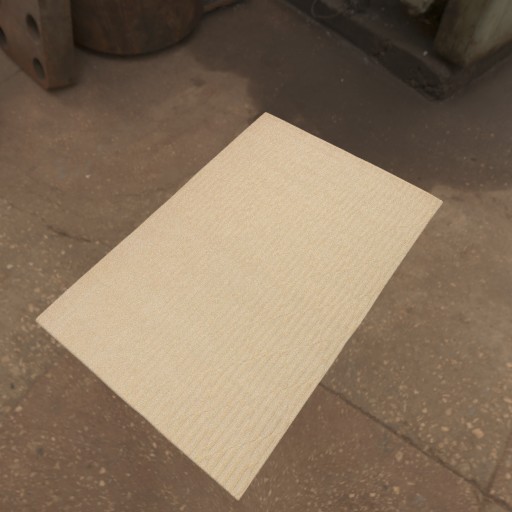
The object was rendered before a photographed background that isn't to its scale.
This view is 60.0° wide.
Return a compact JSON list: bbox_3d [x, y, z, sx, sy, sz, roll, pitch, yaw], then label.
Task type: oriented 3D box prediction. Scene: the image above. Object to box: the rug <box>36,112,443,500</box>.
[{"bbox_3d":[0.000,0.000,2.284,1.238,0.014,1.848,33,63,19],"label":"rug"}]
